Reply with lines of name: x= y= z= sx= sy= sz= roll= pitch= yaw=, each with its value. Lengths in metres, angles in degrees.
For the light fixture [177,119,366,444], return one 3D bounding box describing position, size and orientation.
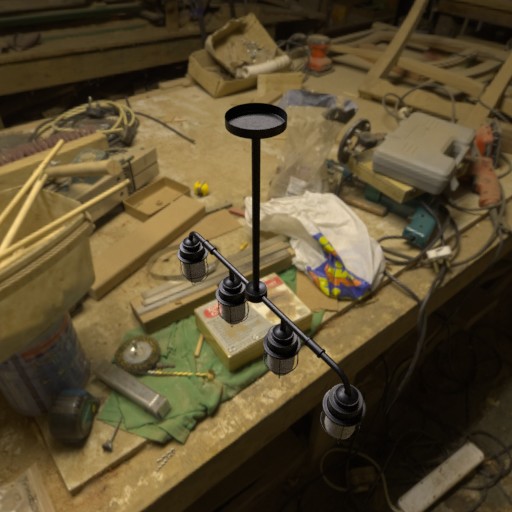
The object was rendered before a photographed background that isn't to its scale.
light fixture: x=0.000 y=0.000 z=1.186 sx=0.131 sy=0.785 sz=0.852 roll=-27 pitch=48 yaw=-27
